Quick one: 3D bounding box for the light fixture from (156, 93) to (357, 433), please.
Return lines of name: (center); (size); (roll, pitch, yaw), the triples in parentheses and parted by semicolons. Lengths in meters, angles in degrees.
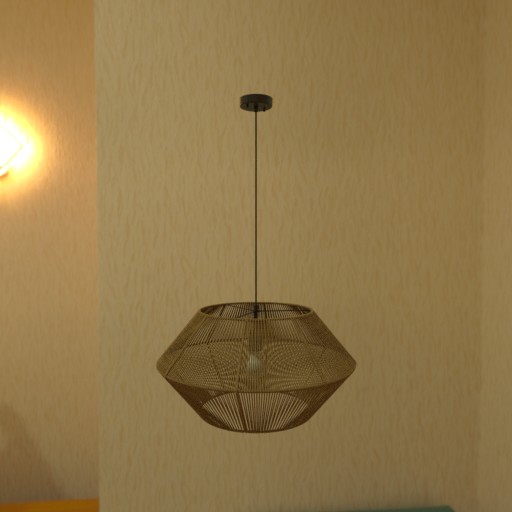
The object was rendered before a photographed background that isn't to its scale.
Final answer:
light fixture: (0.000, 0.000, 1.441); (0.643, 1.009, 0.643); (0, 2, 0)
